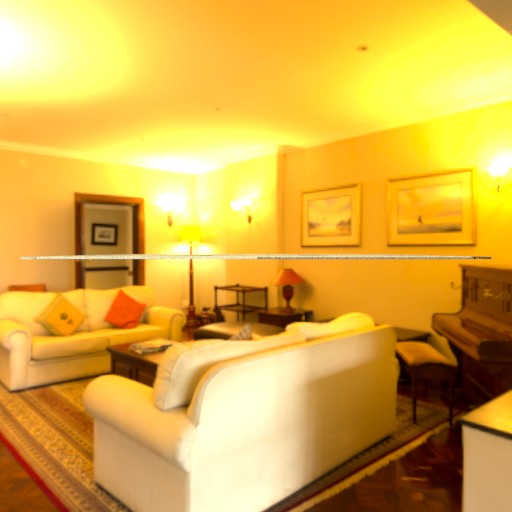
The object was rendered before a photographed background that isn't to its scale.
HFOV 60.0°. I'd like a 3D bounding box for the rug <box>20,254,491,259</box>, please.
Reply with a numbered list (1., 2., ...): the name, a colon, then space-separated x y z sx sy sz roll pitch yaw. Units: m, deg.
1. rug: 0.000 0.000 2.965 2.312 0.013 1.600 0 1 0
